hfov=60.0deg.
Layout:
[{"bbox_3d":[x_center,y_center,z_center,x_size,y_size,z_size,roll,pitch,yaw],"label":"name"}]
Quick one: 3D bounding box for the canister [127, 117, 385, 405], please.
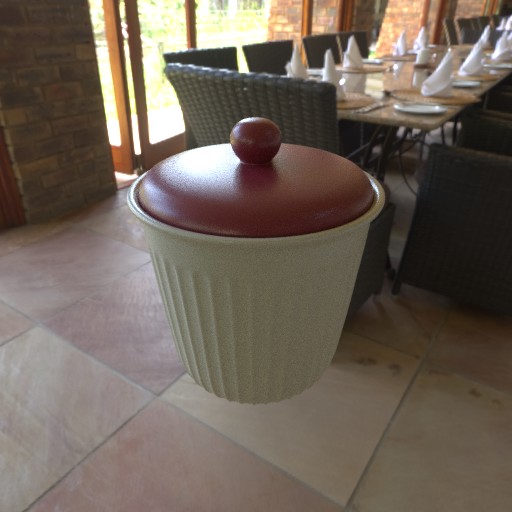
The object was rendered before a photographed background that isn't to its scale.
[{"bbox_3d":[0.000,0.000,0.348,0.181,0.211,0.181,0,29,0],"label":"canister"}]
